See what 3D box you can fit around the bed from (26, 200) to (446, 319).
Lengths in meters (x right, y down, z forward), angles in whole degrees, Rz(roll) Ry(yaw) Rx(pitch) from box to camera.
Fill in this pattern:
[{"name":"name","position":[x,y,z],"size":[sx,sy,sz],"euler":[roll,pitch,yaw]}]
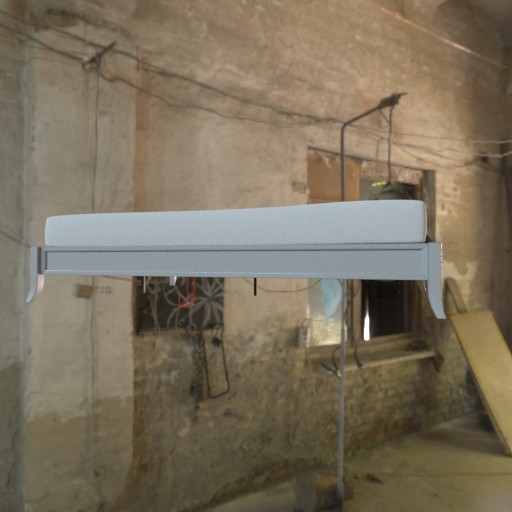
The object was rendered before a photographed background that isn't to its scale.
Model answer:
[{"name":"bed","position":[0.000,0.000,2.841],"size":[2.108,0.510,1.604],"euler":[0,0,18]}]
